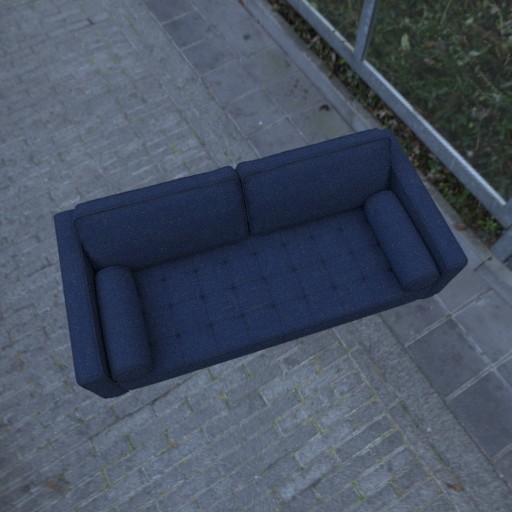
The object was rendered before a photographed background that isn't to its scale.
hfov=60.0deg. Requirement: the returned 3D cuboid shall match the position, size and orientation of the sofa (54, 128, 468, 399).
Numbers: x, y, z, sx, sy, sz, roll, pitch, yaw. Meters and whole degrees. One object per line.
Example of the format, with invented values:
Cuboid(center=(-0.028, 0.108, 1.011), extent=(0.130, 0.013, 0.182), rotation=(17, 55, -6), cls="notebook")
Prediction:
Cuboid(center=(0.000, 0.000, 2.340), extent=(1.880, 0.762, 0.914), rotation=(-16, 65, -8), cls="sofa")
